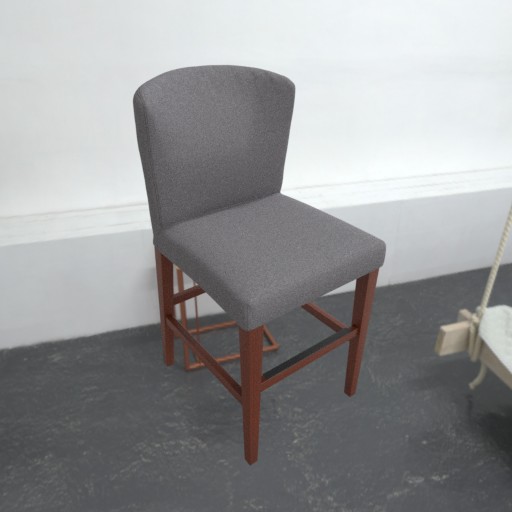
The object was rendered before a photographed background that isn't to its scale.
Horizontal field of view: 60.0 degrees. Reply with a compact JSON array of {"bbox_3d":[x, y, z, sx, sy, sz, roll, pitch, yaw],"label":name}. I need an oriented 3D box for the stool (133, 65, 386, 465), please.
[{"bbox_3d":[0.000,0.000,1.284,0.481,0.968,0.568,-21,36,-32],"label":"stool"}]
